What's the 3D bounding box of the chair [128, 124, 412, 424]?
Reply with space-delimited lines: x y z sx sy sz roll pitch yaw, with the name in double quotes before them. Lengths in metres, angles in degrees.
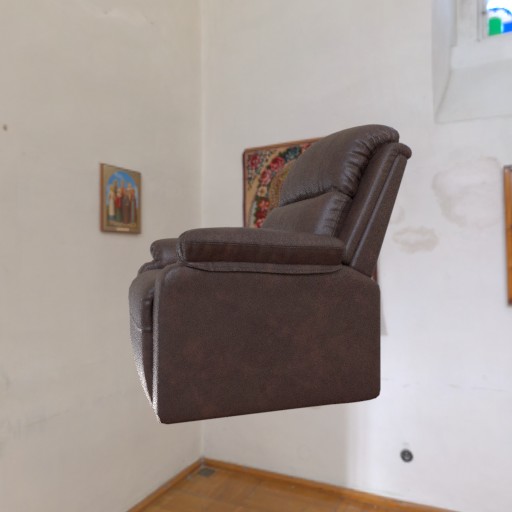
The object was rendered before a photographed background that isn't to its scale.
"chair" 0.000 0.000 1.692 0.919 0.992 0.855 0 0 -19
